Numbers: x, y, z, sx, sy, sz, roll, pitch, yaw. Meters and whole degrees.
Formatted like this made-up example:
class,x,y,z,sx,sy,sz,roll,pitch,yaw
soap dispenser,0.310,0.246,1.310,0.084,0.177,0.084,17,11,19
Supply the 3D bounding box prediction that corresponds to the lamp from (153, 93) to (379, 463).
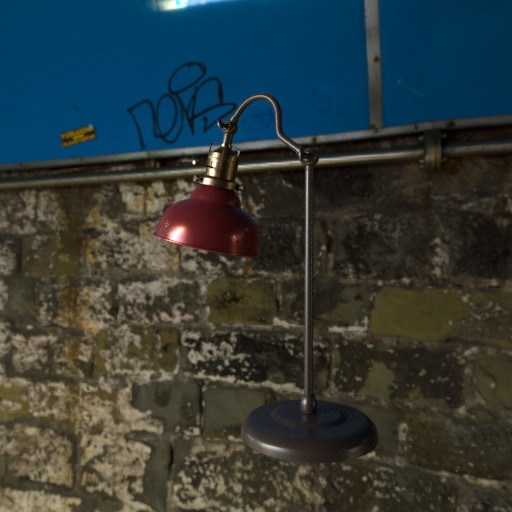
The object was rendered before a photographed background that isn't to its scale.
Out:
class,x,y,z,sx,sy,sz,roll,pitch,yaw
lamp,0.000,0.000,0.689,0.374,0.508,0.192,-1,-2,35
